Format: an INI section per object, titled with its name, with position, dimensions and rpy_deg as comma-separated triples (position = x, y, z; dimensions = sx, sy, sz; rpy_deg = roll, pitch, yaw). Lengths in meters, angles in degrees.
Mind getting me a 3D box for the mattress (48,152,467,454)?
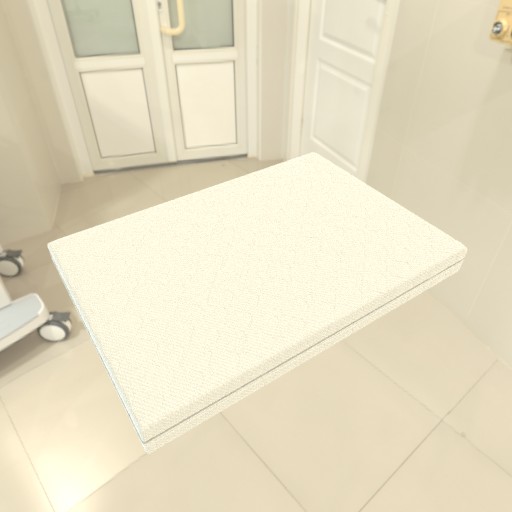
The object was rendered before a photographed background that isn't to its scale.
[mattress]
position = 0.000, 0.000, 2.599
dimensions = 2.000, 0.200, 1.400
rpy_deg = -24, 46, -25
